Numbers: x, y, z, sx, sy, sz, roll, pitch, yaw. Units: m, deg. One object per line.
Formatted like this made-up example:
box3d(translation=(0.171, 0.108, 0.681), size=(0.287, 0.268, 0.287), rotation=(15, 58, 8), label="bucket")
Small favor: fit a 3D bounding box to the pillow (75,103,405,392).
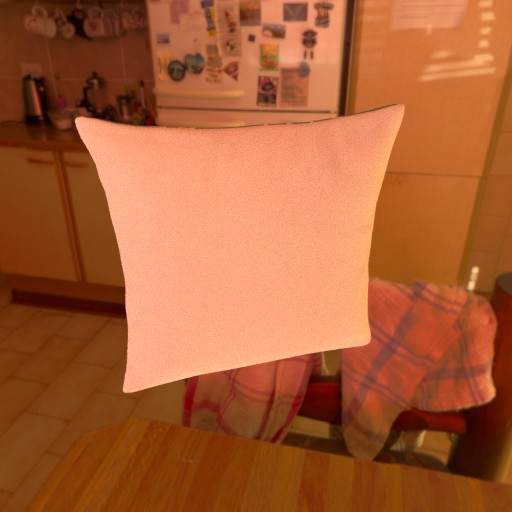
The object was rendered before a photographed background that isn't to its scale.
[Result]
box3d(translation=(0.000, 0.000, 0.796), size=(0.526, 0.507, 0.166), rotation=(-8, 27, -15), label="pillow")
